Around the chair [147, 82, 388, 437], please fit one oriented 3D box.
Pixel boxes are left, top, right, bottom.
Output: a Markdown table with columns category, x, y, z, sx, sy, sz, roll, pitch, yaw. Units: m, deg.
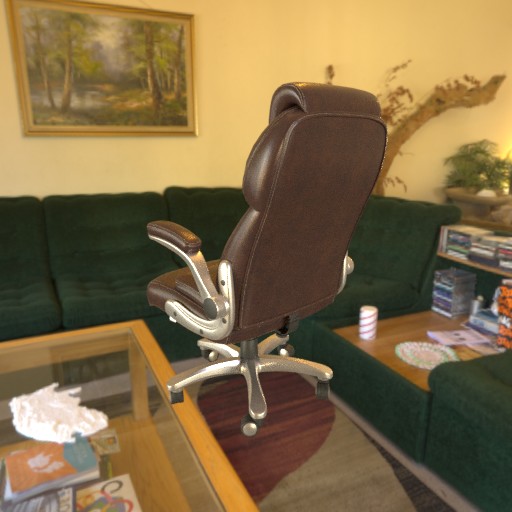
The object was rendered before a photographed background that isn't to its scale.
| category | x | y | z | sx | sy | sz | roll | pitch | yaw |
| --- | --- | --- | --- | --- | --- | --- | --- | --- | --- |
| chair | 0.000 | 0.000 | 1.670 | 0.733 | 1.160 | 0.774 | -14 | 20 | -42 |
